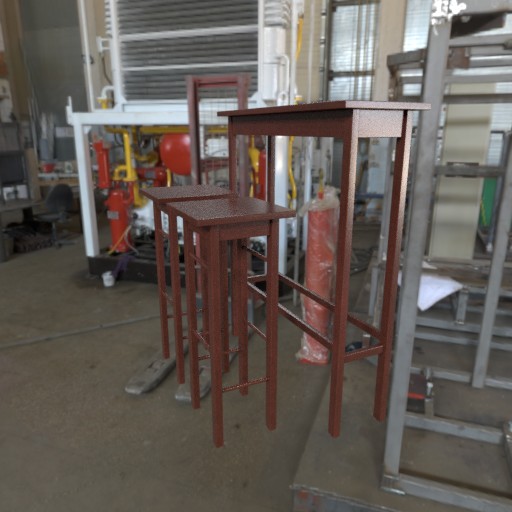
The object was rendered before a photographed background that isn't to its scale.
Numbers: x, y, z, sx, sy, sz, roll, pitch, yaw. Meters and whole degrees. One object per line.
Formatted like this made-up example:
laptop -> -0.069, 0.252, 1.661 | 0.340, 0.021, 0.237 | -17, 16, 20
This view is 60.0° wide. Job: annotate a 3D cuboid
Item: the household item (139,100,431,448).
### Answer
household item -> 0.000, 0.000, 1.673 | 0.676, 1.067, 0.914 | -8, 18, -25
